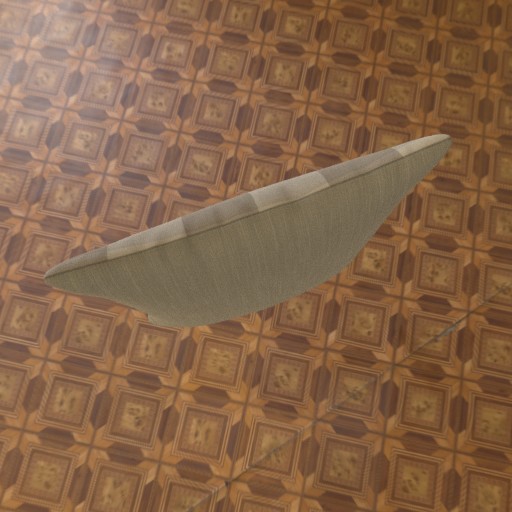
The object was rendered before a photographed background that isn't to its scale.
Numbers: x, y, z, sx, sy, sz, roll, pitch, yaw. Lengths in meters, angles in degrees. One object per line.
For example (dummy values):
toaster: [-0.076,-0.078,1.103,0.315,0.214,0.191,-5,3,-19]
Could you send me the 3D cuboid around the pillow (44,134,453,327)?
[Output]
pillow: [0.000,0.000,0.764,0.511,0.509,0.161,-20,77,-5]
